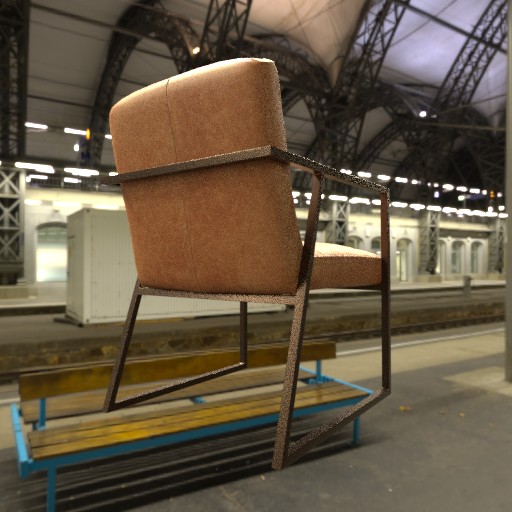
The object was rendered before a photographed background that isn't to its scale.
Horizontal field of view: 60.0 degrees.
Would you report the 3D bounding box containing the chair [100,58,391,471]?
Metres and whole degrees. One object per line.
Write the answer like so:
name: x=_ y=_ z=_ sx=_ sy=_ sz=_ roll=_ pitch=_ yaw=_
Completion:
chair: x=0.000 y=0.000 z=1.269 sx=0.571 sy=0.832 sz=0.677 roll=-1 pitch=-1 yaw=36
